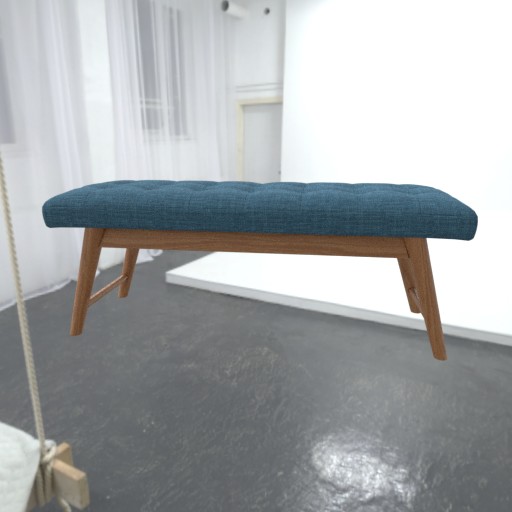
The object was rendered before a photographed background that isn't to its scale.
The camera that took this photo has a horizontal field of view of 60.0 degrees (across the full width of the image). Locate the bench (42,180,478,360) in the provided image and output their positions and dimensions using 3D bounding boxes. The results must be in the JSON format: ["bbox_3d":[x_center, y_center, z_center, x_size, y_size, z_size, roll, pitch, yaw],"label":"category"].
[{"bbox_3d":[0.000,0.000,1.349,1.118,0.432,0.406,2,15,8],"label":"bench"}]
